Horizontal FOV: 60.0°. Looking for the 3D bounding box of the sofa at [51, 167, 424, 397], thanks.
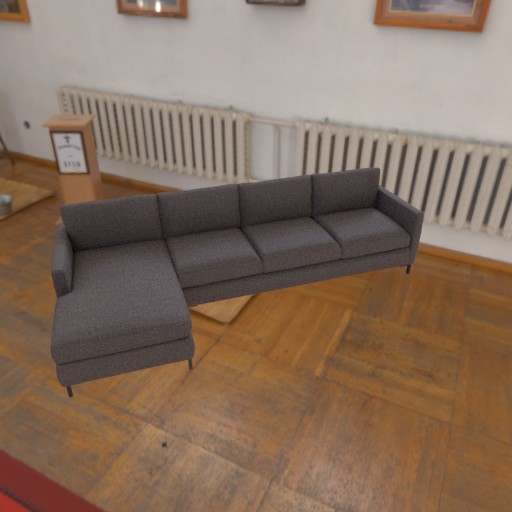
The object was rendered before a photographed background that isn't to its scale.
[{"bbox_3d":[0.000,0.000,3.216,2.731,0.754,1.258,-10,31,-16],"label":"sofa"}]
